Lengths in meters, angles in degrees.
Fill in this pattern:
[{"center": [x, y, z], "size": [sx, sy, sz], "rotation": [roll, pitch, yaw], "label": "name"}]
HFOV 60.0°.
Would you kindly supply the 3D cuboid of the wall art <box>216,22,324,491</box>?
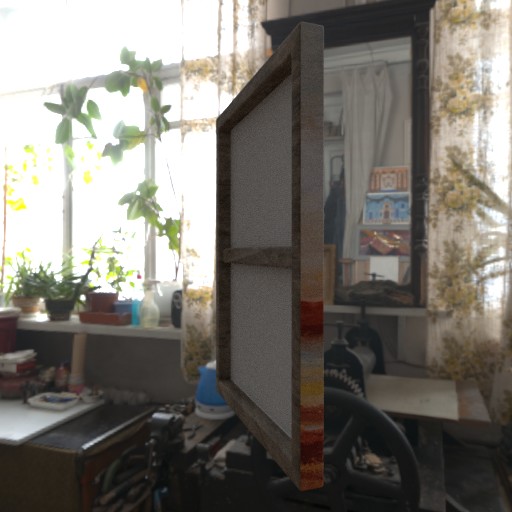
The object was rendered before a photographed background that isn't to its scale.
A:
[{"center": [0.000, 0.000, 0.783], "size": [0.035, 0.605, 0.443], "rotation": [0, 0, -19], "label": "wall art"}]
